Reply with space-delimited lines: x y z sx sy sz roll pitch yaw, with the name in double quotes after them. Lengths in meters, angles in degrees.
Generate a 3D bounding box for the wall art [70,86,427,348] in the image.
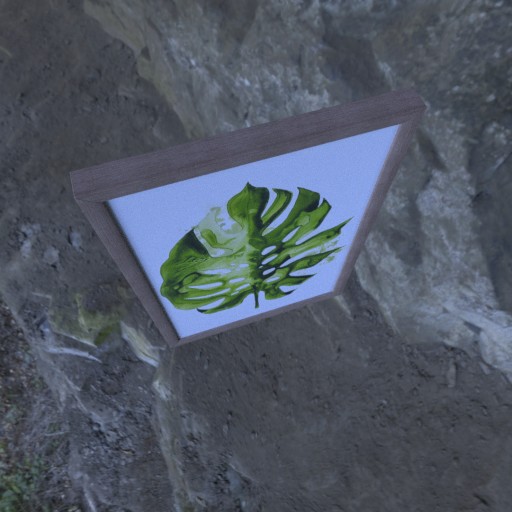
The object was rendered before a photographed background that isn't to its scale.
0.000 0.000 0.658 0.356 0.509 0.031 -16 64 -8 "wall art"
